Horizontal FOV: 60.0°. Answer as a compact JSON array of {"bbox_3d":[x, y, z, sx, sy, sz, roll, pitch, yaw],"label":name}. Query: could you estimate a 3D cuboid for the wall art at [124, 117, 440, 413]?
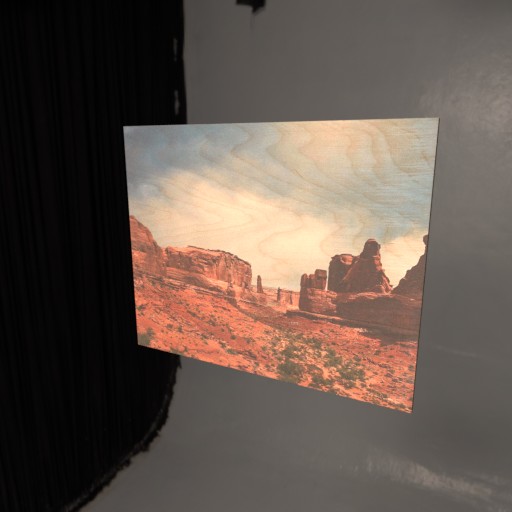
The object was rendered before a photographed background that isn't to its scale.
[{"bbox_3d":[0.000,0.000,0.706,0.508,0.406,0.013,7,15,26],"label":"wall art"}]
